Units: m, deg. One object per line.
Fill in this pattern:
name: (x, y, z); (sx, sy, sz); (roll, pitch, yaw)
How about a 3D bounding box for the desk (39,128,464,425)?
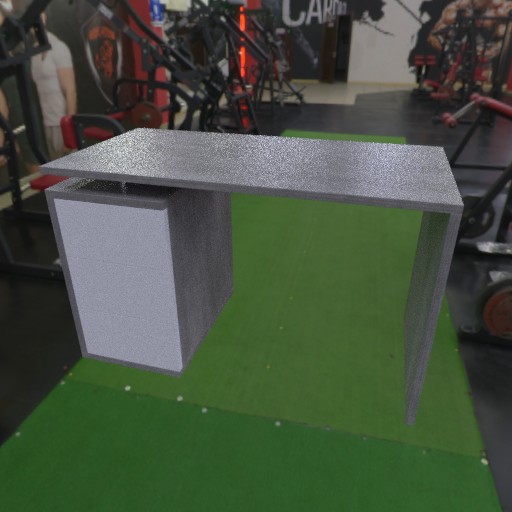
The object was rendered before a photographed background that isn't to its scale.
desk: (0.000, 0.000, 1.625); (1.200, 0.740, 0.600); (8, 28, 14)
